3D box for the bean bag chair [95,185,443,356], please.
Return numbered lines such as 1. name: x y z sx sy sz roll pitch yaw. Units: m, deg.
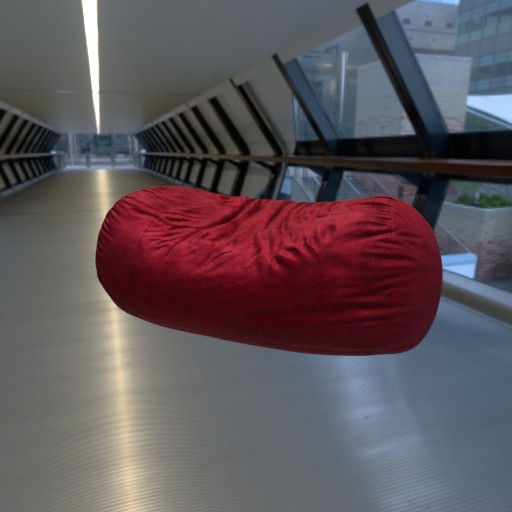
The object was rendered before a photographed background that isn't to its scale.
1. bean bag chair: 0.000 0.000 2.931 2.293 0.867 1.216 7 16 25
